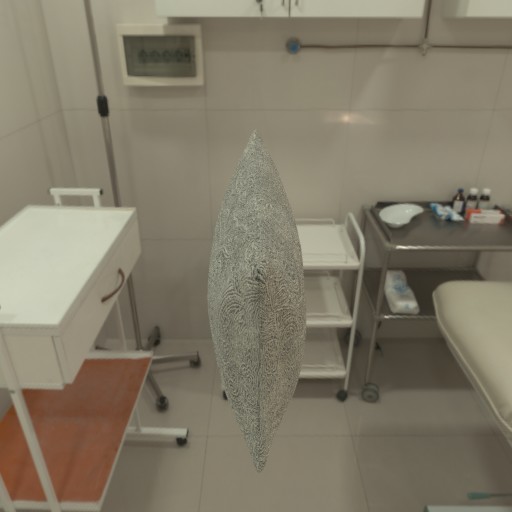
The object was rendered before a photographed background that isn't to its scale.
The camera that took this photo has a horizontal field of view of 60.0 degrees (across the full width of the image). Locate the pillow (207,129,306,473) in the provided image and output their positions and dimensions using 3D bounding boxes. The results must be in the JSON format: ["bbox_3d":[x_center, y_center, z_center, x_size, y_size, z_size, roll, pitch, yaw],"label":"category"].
[{"bbox_3d":[0.000,0.000,0.750,0.151,0.295,0.615,0,28,0],"label":"pillow"}]
